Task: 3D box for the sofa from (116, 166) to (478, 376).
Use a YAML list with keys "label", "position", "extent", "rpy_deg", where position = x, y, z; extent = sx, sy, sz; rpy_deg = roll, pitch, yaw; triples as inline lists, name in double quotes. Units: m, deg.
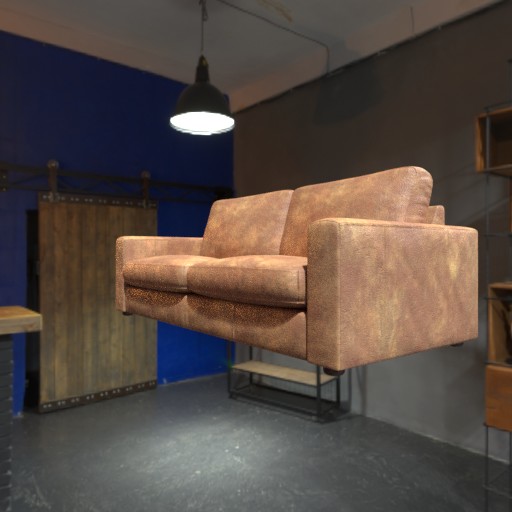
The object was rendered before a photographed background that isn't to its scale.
- label: "sofa"
  position: [0.000, 0.000, 2.668]
  extent: [1.016, 0.873, 2.179]
  rpy_deg: [0, 0, -37]
